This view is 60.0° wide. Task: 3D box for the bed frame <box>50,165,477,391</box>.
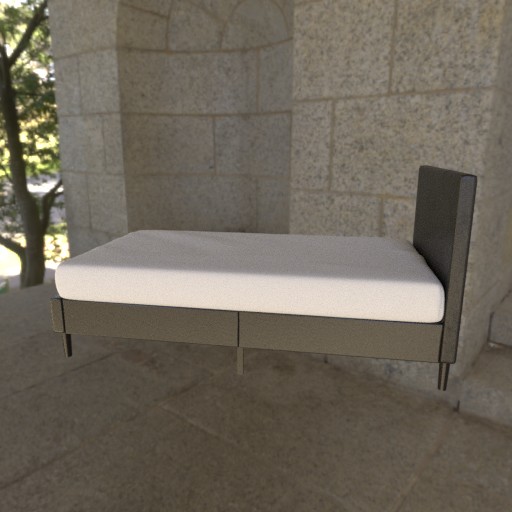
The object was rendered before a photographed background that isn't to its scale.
[{"bbox_3d":[0.000,0.000,2.529,2.152,1.046,1.038,2,14,10],"label":"bed frame"}]
